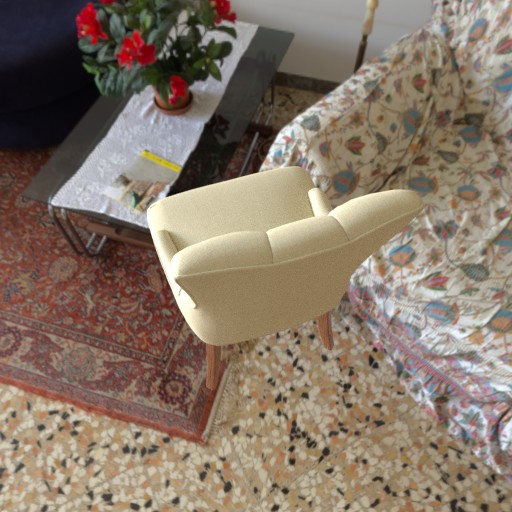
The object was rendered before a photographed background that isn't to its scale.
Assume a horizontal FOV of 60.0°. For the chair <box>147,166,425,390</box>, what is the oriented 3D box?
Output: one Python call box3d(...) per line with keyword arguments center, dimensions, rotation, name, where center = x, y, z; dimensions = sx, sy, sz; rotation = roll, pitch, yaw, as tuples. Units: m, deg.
box3d(center=(0.000, 0.000, 1.199), dimensions=(0.509, 0.874, 0.565), rotation=(-16, 59, -10), name="chair")
